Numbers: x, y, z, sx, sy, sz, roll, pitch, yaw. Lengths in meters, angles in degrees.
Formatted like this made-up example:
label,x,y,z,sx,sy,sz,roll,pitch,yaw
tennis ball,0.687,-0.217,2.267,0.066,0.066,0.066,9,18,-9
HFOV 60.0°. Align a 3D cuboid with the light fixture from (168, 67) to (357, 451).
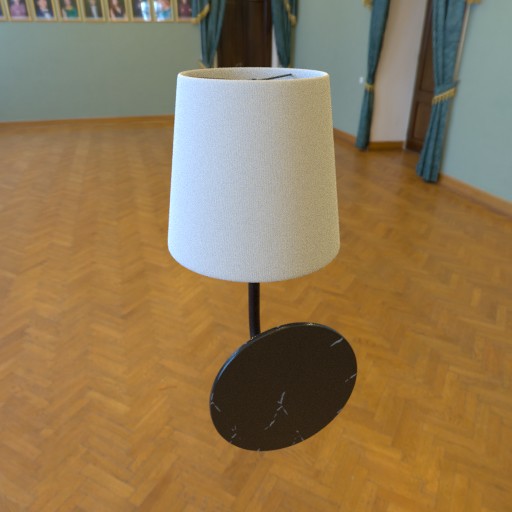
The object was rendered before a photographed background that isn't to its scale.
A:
label,x,y,z,sx,sy,sz,roll,pitch,yaw
light fixture,0.000,0.000,0.442,0.168,0.337,0.188,-8,28,-16
